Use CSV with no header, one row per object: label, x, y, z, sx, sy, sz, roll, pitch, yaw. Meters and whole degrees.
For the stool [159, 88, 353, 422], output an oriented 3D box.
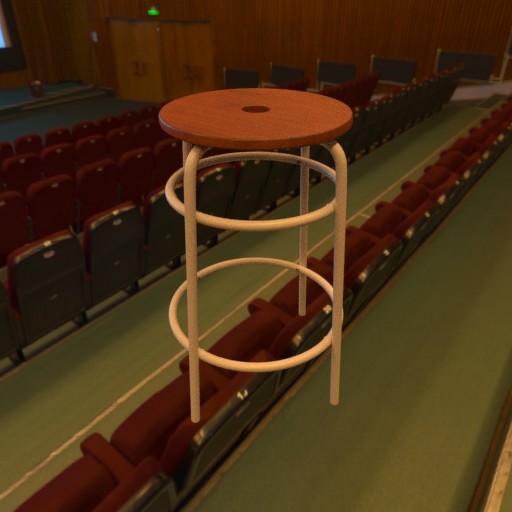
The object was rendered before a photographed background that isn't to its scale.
stool,0.000,0.000,0.939,0.455,0.610,0.455,22,38,30
